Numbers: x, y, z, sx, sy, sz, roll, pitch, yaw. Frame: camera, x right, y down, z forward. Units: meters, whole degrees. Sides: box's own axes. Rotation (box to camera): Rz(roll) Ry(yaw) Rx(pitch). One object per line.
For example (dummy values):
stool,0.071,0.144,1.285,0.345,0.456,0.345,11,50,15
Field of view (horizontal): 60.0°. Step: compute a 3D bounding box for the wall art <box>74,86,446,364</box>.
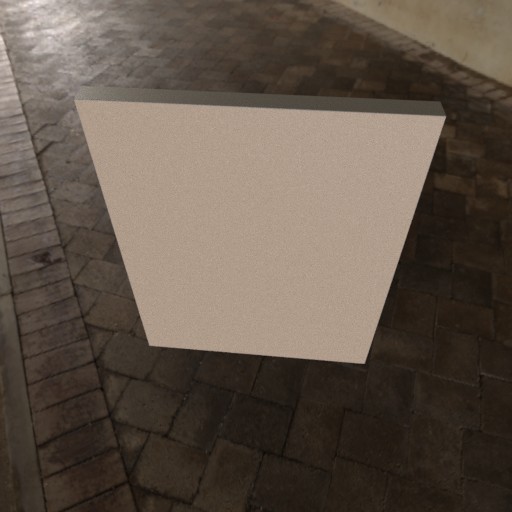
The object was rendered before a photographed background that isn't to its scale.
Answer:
wall art,0.000,0.000,0.744,0.452,0.549,0.038,4,46,4
